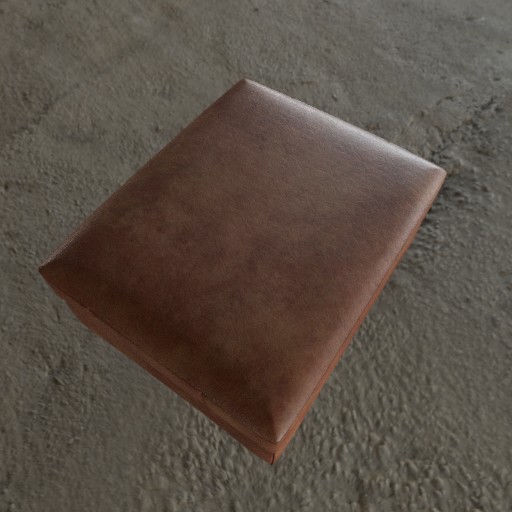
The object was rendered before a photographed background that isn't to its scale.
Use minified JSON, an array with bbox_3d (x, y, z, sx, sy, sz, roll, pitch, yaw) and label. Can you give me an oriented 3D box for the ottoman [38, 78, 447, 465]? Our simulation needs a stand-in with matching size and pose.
[{"bbox_3d":[0.000,0.000,1.777,0.965,0.667,1.186,31,64,17],"label":"ottoman"}]
